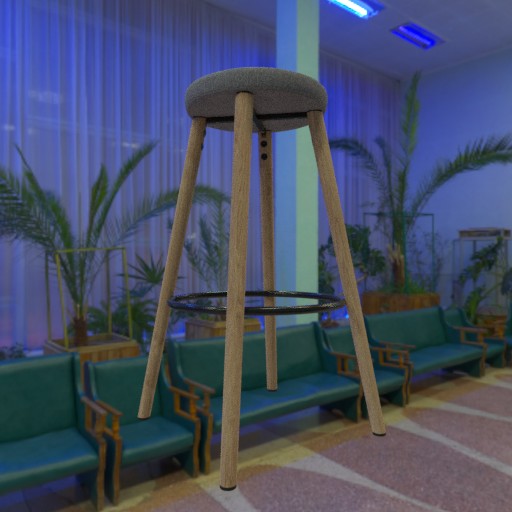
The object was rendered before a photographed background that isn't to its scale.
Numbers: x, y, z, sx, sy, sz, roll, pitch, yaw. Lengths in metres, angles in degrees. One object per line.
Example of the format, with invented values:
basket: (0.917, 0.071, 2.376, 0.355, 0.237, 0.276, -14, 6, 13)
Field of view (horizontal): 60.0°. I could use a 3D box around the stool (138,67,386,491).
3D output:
stool: (0.000, 0.000, 1.005, 0.410, 0.770, 0.410, 0, 0, -35)
